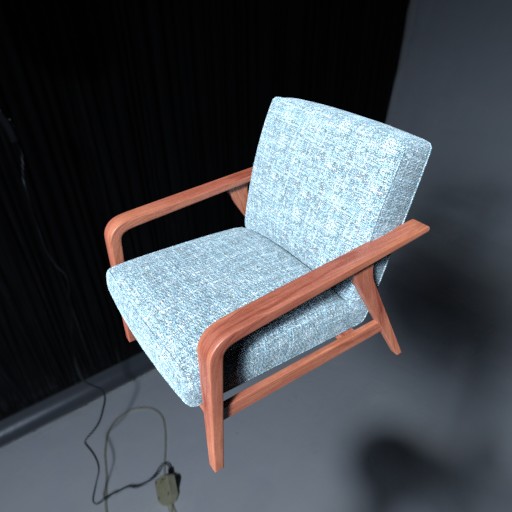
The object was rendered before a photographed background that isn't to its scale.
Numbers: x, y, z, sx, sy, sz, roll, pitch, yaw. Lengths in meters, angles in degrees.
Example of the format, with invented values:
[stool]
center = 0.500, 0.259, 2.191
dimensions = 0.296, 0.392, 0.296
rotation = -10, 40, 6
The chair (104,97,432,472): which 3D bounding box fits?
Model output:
[chair]
center = 0.000, 0.000, 1.486
dimensions = 0.889, 0.864, 0.719
rotation = -21, 39, -29
